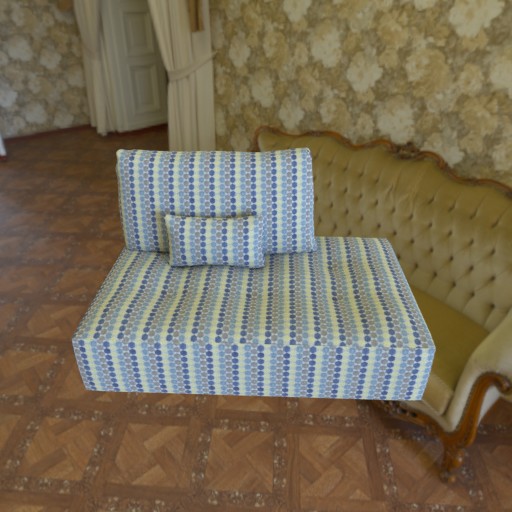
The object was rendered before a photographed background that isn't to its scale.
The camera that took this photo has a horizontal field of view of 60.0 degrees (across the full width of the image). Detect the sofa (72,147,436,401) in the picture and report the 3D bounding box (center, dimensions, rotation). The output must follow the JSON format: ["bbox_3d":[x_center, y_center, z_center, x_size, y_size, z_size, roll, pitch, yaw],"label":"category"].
[{"bbox_3d":[0.000,0.000,2.080,1.450,0.820,1.000,1,31,2],"label":"sofa"}]
